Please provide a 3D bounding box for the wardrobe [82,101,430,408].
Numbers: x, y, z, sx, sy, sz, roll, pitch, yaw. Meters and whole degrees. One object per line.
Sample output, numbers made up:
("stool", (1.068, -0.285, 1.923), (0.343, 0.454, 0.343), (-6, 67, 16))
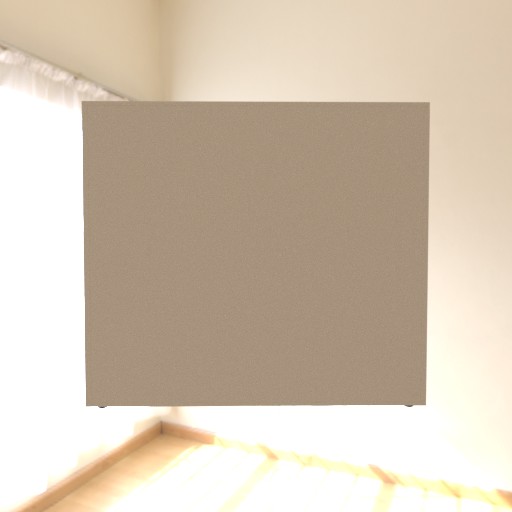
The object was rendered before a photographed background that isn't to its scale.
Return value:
("wardrobe", (0.000, 0.000, 1.904), (1.340, 1.200, 0.360), (0, 2, -1))
